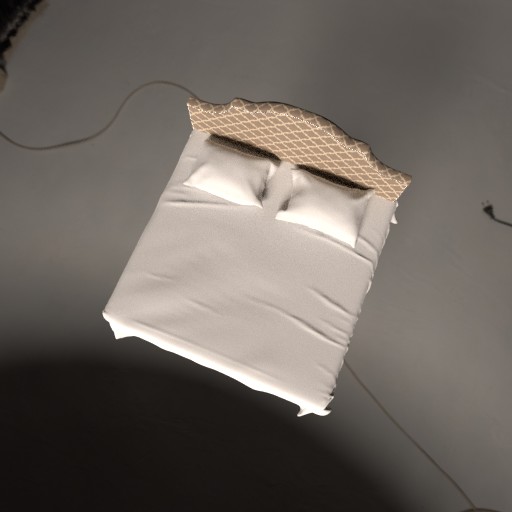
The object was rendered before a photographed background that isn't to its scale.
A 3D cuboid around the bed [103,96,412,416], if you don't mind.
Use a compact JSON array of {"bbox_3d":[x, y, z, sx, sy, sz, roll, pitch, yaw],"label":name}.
[{"bbox_3d":[0.000,0.000,3.824,2.314,1.601,2.222,21,76,6],"label":"bed"}]
